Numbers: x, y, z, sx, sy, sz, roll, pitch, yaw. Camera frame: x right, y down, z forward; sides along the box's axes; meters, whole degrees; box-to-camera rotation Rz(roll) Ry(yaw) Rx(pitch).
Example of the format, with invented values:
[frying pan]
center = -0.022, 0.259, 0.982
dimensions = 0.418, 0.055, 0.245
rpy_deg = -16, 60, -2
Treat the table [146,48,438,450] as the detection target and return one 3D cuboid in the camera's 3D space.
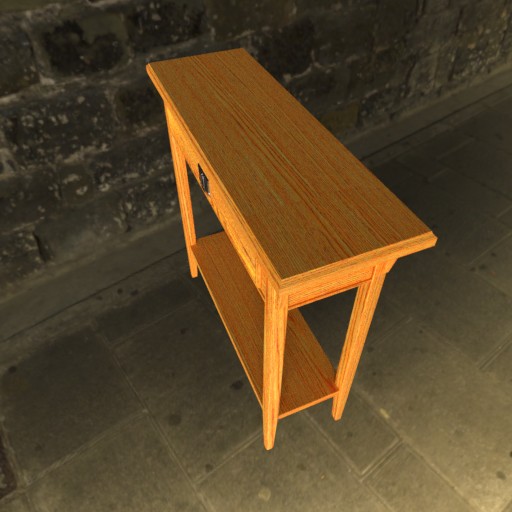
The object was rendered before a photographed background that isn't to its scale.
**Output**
[table]
center = 0.000, 0.000, 1.106
dimensions = 0.254, 0.711, 0.762
rpy_deg = -17, 48, -16
